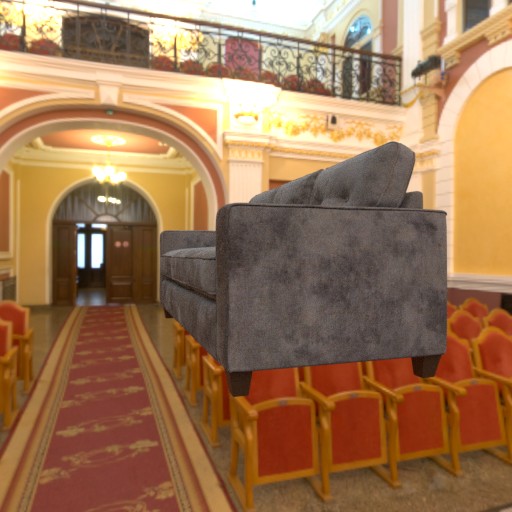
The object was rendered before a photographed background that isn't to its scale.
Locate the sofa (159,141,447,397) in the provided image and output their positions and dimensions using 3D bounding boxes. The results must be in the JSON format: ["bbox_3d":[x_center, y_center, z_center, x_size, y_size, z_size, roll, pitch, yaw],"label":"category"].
[{"bbox_3d":[0.000,0.000,2.613,0.939,0.965,2.133,0,0,-18],"label":"sofa"}]
